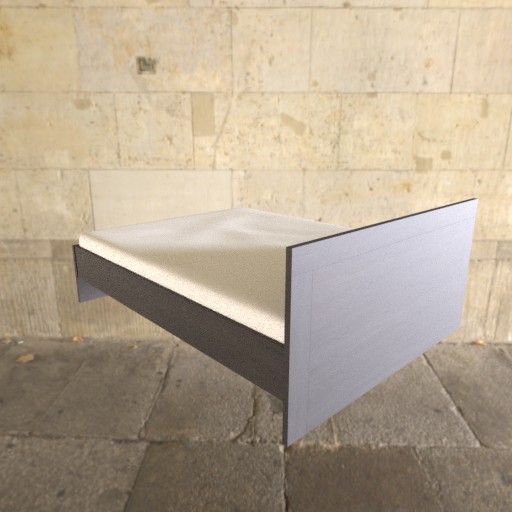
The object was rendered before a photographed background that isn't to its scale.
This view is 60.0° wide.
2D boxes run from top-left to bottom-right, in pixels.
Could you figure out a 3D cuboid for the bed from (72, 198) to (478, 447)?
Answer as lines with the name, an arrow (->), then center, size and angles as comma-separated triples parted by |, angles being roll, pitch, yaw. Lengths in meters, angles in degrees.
bed -> 0.000, 0.000, 2.888 | 1.585, 0.823, 2.073 | -15, 22, -41
